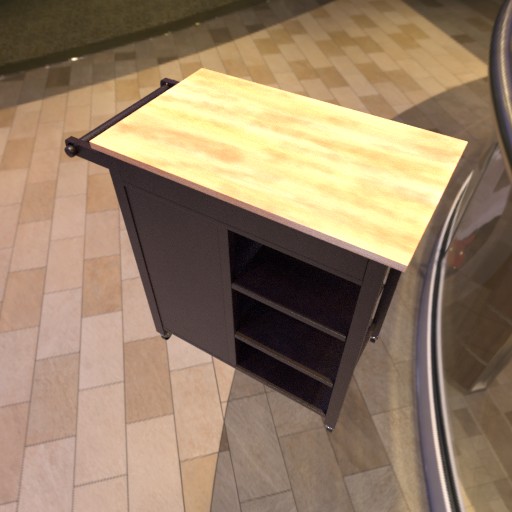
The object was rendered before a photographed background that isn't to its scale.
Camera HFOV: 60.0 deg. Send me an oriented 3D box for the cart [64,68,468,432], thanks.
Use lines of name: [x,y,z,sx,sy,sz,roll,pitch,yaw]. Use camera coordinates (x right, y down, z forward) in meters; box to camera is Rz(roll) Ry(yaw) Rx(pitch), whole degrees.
cart: [0.000,0.000,1.415,0.914,0.878,0.472,24,51,20]
